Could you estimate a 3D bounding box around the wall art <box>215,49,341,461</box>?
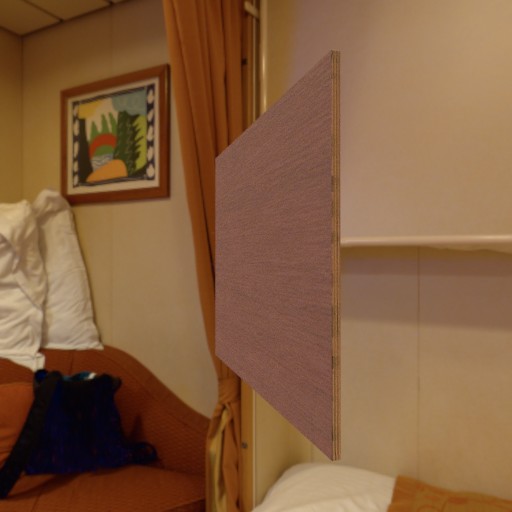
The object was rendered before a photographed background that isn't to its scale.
[{"bbox_3d":[0.000,0.000,0.682,0.010,0.408,0.508,0,0,-18],"label":"wall art"}]
